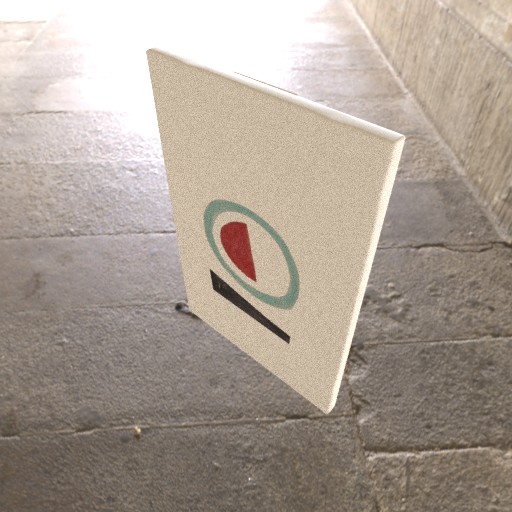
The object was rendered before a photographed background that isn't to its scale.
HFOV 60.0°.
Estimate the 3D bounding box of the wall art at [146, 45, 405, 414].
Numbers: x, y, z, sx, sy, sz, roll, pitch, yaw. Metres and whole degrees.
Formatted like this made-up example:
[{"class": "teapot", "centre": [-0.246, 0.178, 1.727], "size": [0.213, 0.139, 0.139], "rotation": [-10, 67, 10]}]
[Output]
[{"class": "wall art", "centre": [0.000, 0.000, 1.149], "size": [0.602, 0.902, 0.048], "rotation": [32, 53, 28]}]
